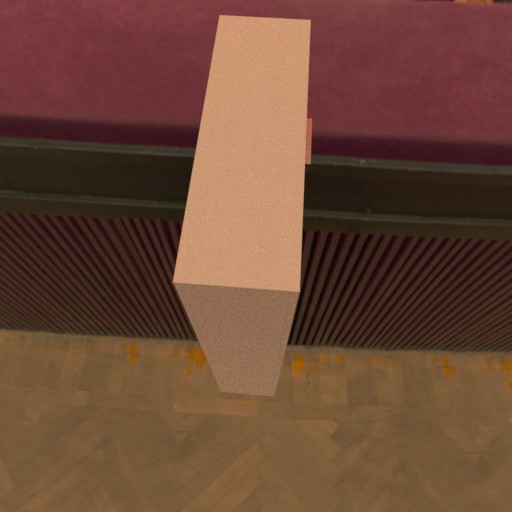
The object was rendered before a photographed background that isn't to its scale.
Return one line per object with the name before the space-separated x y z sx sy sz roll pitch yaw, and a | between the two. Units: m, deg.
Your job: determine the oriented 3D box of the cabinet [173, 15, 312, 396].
cabinet | 0.000 0.000 1.557 0.250 1.280 0.750 4 64 2
